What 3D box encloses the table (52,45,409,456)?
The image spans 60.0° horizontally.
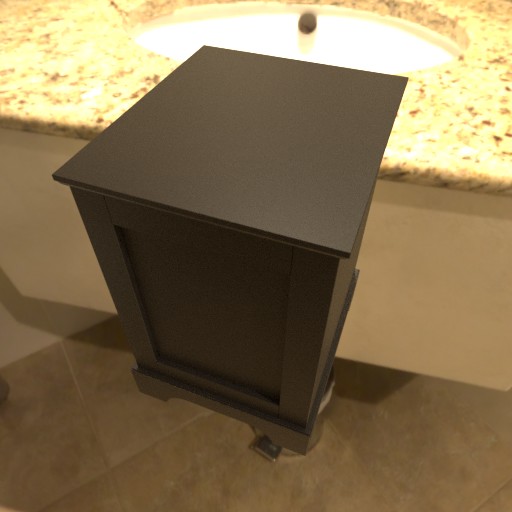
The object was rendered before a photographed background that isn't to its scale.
[{"bbox_3d":[0.000,0.000,0.899,0.399,0.610,0.460,16,48,14],"label":"table"}]
